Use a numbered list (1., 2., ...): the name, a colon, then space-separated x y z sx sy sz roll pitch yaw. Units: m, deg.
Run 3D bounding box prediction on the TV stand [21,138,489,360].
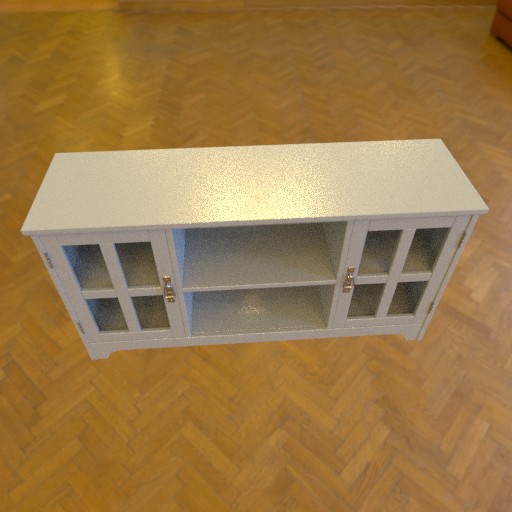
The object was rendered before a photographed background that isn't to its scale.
1. TV stand: 0.000 0.000 1.435 1.167 0.603 0.344 -3 45 -3
